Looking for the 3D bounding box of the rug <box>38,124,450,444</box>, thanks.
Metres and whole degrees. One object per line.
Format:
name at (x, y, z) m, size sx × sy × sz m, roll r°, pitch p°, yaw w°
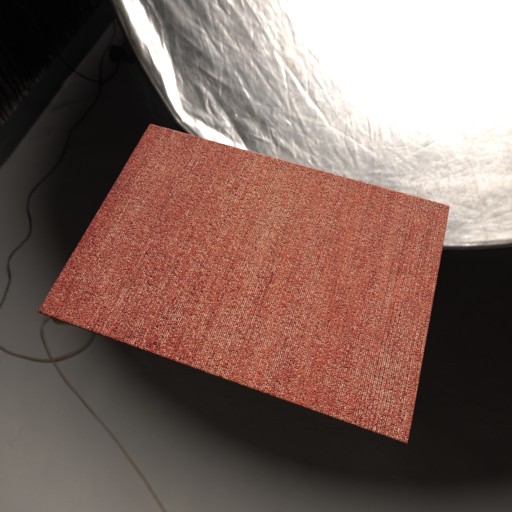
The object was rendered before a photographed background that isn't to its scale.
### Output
rug at (0.000, 0.000, 5.025) m, size 3.965 × 0.025 × 2.803 m, roll 17°, pitch 65°, yaw 8°
